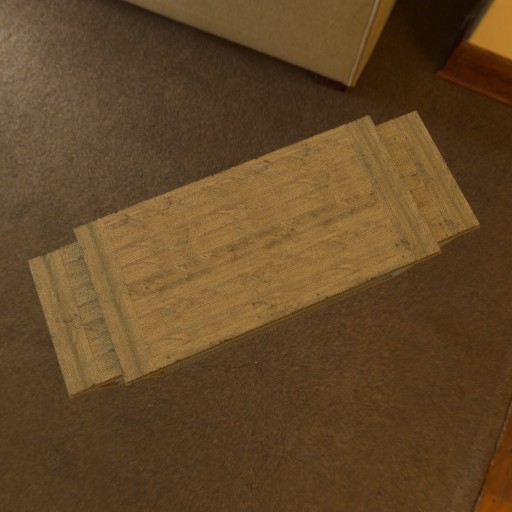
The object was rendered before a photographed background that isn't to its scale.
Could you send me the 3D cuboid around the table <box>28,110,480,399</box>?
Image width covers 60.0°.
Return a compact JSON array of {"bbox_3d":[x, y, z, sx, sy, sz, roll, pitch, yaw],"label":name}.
[{"bbox_3d":[0.000,0.000,1.506,1.312,0.427,0.489,-22,77,-5],"label":"table"}]
